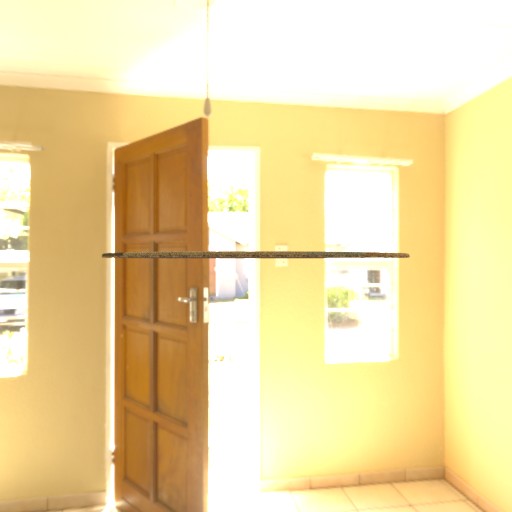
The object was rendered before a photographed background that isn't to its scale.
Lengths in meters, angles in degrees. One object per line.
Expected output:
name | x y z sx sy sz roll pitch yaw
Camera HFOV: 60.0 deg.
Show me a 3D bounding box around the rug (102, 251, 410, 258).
rug | 0.000 0.000 3.730 2.461 0.033 2.461 0 -1 0
